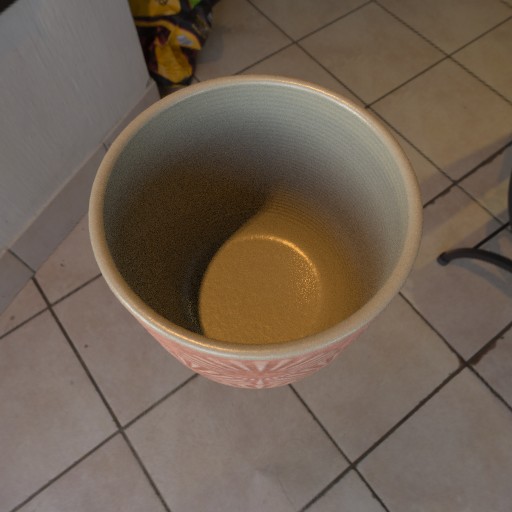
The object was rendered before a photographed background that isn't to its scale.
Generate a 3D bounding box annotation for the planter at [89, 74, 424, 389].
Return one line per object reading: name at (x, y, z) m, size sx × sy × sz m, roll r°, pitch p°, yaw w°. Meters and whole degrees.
planter at (0.000, 0.000, 0.214) m, size 0.124 × 0.109 × 0.124 m, roll 0°, pitch 64°, yaw 0°
